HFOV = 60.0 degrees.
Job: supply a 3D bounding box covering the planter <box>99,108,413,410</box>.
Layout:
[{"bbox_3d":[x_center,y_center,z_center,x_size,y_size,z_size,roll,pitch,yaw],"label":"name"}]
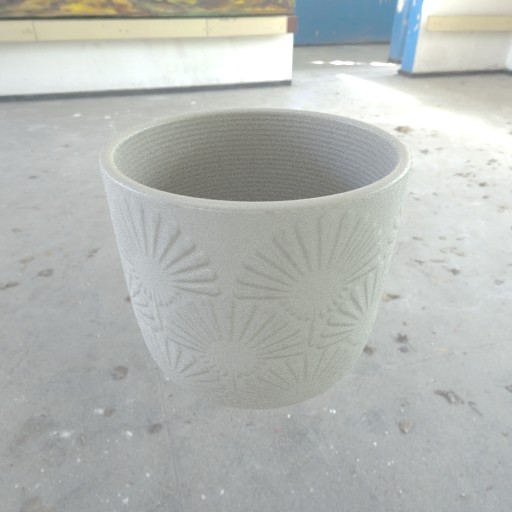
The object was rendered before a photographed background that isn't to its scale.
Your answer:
[{"bbox_3d":[0.000,0.000,0.210,0.124,0.109,0.124,0,31,0],"label":"planter"}]
